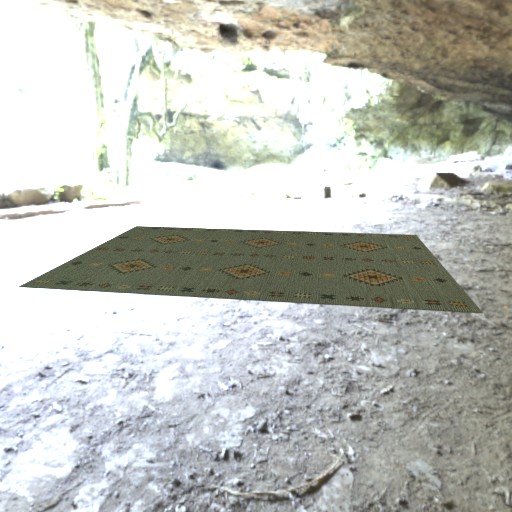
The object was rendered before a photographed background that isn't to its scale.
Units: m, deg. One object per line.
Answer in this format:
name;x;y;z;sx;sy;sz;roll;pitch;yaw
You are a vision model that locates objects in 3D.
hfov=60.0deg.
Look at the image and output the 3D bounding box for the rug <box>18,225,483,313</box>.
rug;0.000;0.000;2.287;1.818;0.005;1.217;2;16;8
